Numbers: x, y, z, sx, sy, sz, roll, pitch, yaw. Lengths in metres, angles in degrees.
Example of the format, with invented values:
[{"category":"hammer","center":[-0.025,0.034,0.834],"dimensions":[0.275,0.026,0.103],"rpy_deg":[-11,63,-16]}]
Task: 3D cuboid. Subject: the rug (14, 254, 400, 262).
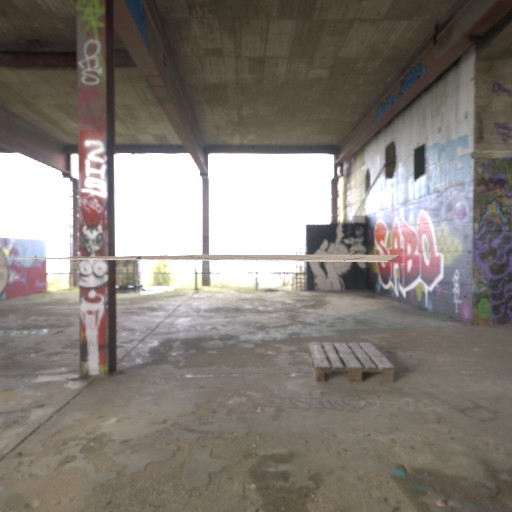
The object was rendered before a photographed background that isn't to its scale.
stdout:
[{"category":"rug","center":[0.000,0.000,4.049],"dimensions":[2.468,0.022,3.061],"rpy_deg":[0,1,19]}]
